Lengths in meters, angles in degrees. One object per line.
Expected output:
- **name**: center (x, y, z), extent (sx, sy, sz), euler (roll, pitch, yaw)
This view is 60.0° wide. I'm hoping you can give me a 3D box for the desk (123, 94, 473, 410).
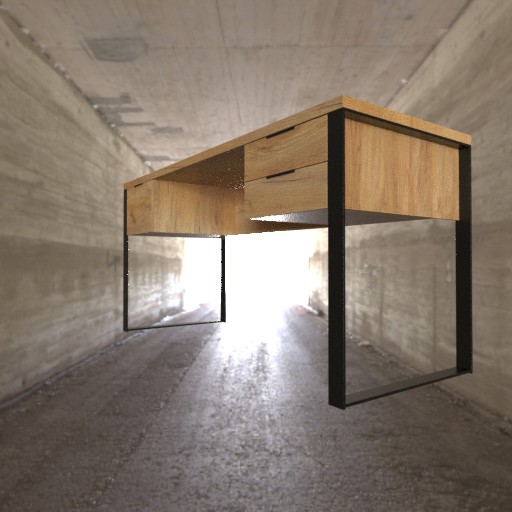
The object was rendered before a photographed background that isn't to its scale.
- **desk**: center (0.000, 0.000, 1.853), extent (0.600, 0.760, 1.520), euler (1, -1, -36)
